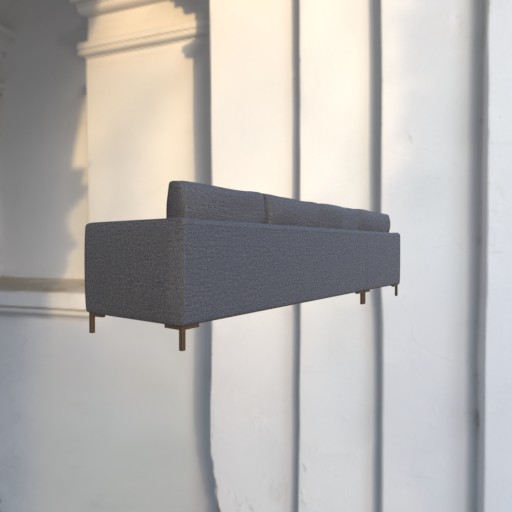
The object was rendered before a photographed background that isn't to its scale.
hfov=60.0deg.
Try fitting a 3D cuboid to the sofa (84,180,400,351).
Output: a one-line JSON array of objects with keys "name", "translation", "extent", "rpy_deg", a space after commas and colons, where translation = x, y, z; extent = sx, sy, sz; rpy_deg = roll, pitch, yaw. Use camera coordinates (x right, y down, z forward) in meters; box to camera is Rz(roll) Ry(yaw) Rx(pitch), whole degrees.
[{"name": "sofa", "translation": [0.000, 0.000, 2.953], "extent": [1.125, 0.673, 2.445], "rpy_deg": [1, 2, 37]}]
